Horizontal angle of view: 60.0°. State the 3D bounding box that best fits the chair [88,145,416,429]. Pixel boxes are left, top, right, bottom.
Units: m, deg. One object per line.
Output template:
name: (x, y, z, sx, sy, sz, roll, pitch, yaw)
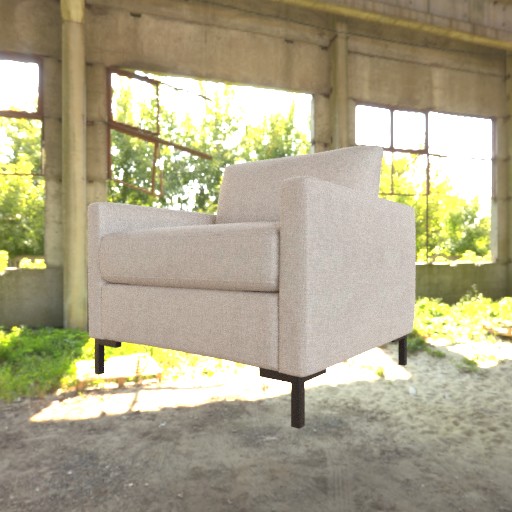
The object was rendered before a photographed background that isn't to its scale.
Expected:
chair: (0.000, 0.000, 1.679, 0.963, 0.861, 0.866, 0, 0, 37)
